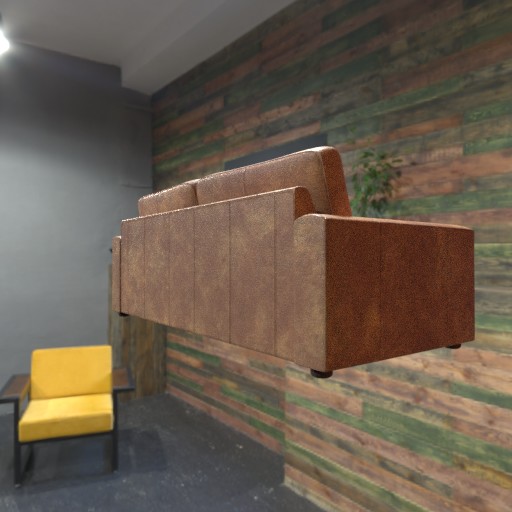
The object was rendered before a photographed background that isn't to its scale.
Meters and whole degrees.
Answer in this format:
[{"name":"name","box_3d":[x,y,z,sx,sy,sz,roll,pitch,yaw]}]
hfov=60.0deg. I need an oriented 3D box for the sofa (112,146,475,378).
[{"name":"sofa","box_3d":[0.000,0.000,2.653,1.016,0.873,2.179,0,0,-36]}]
